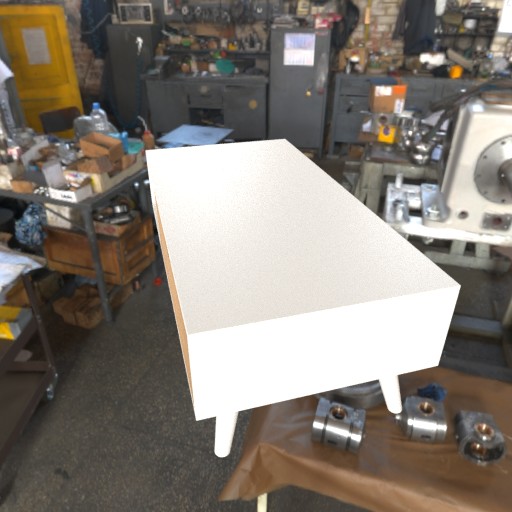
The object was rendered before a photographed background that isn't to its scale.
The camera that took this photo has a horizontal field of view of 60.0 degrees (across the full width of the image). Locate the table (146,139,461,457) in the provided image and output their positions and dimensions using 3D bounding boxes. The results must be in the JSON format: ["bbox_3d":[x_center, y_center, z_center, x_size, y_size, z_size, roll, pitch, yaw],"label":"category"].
[{"bbox_3d":[0.000,0.000,1.518,0.609,0.432,1.194,-8,32,-14],"label":"table"}]
